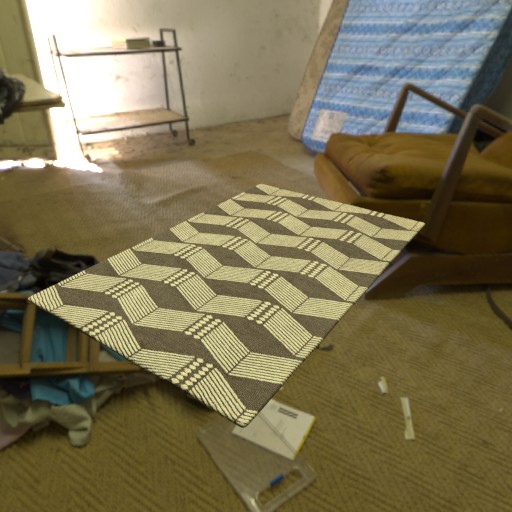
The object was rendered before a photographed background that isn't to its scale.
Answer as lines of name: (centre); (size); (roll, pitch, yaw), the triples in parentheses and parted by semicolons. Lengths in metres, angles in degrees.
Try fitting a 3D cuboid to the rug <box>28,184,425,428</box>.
rug: (0.000, 0.000, 2.323); (1.210, 0.016, 1.833); (19, 34, 30)
